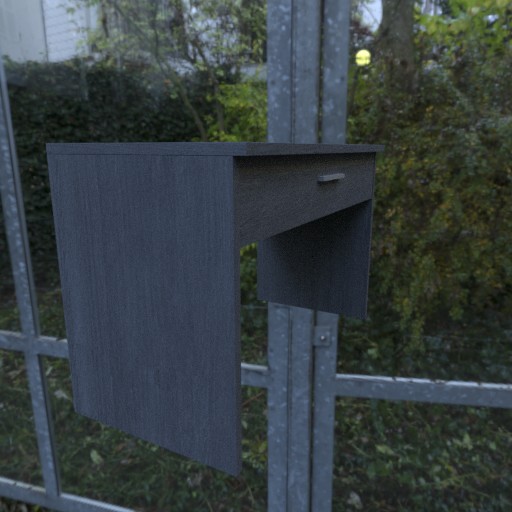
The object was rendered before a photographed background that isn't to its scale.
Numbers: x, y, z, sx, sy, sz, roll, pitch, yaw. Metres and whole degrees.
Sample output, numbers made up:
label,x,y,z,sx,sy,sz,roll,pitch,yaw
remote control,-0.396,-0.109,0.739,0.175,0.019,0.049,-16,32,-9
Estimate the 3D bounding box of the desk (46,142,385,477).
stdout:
label,x,y,z,sx,sy,sz,roll,pitch,yaw
desk,0.000,0.000,1.495,0.557,0.729,1.099,7,16,28
